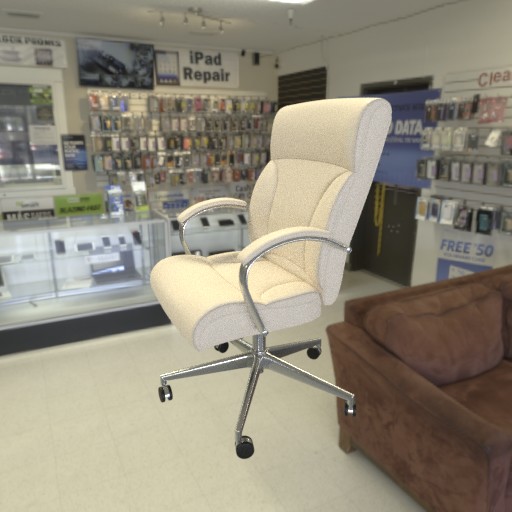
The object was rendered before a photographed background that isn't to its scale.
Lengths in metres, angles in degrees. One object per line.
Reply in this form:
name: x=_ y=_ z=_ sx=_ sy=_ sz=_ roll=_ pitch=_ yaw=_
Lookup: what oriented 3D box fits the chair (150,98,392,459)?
chair: x=0.000 y=0.000 z=1.633 sx=0.745 sy=1.099 sz=0.727 roll=-8 pitch=18 yaw=-24
